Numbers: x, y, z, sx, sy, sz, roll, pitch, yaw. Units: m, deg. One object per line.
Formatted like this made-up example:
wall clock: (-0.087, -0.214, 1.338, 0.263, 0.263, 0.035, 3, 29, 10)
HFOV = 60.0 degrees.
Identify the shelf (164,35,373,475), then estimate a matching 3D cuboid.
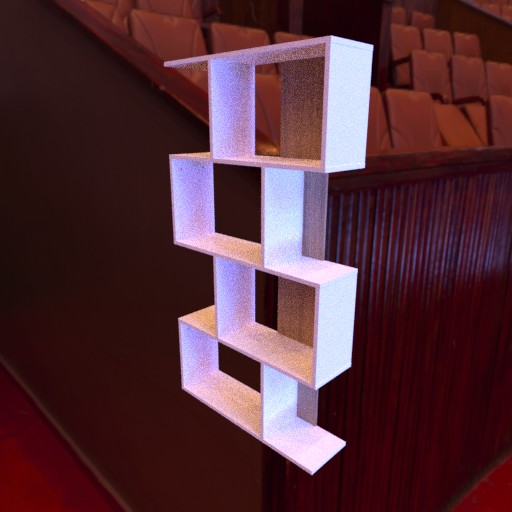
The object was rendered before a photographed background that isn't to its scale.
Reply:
shelf: (0.000, 0.000, 1.978, 0.890, 1.650, 0.250, 16, 23, 42)
